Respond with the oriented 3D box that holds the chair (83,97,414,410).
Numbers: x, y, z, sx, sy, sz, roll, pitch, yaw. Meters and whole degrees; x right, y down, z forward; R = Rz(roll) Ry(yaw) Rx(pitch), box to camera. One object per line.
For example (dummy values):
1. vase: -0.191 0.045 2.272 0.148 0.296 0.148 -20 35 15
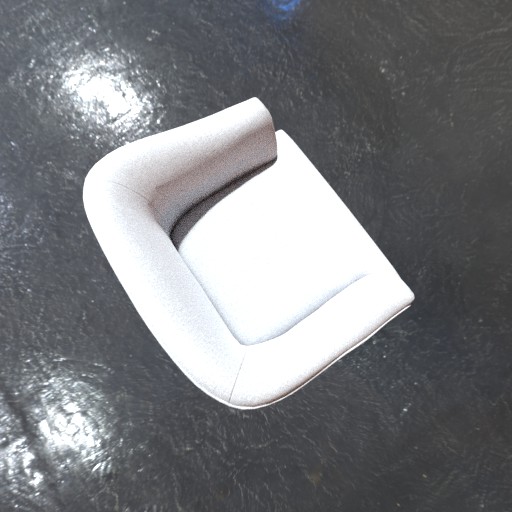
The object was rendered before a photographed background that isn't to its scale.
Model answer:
1. chair: 0.000 0.000 1.429 0.704 0.815 0.798 -33 77 -9
